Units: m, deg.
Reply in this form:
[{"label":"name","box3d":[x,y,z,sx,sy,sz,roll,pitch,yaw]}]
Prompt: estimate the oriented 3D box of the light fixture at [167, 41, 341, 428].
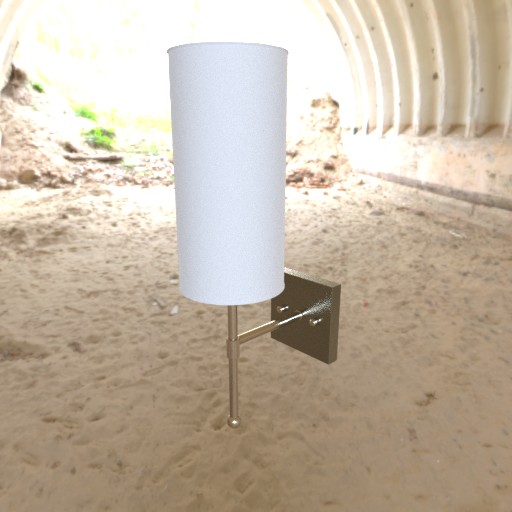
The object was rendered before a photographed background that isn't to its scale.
[{"label":"light fixture","box3d":[0.000,0.000,0.557,0.208,0.462,0.128,-15,22,-41]}]
